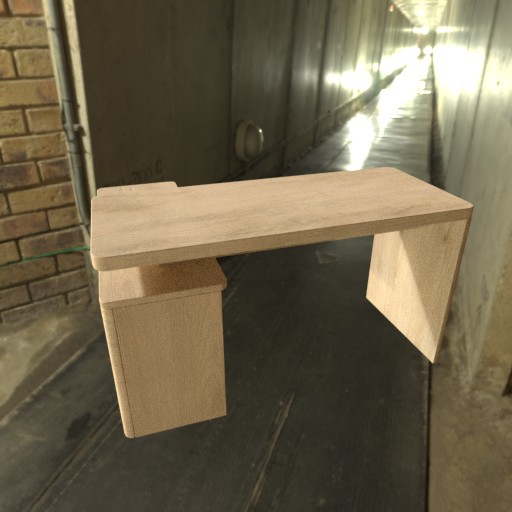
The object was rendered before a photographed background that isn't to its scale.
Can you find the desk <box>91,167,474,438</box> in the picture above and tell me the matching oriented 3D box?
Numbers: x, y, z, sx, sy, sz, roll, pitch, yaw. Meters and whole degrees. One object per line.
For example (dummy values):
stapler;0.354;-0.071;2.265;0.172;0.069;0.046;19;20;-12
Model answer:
desk;0.000;0.000;2.160;1.400;0.770;1.175;-8;28;-16
